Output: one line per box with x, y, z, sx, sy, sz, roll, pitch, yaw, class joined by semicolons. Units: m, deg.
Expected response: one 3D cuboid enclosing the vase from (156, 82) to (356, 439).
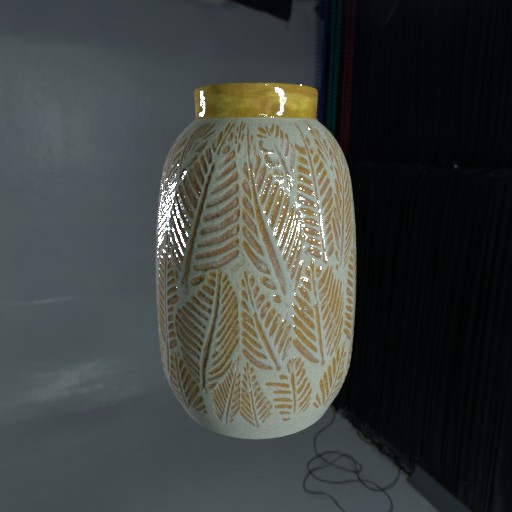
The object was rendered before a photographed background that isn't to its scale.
0.000;0.000;0.383;0.172;0.270;0.172;0;14;0;vase
